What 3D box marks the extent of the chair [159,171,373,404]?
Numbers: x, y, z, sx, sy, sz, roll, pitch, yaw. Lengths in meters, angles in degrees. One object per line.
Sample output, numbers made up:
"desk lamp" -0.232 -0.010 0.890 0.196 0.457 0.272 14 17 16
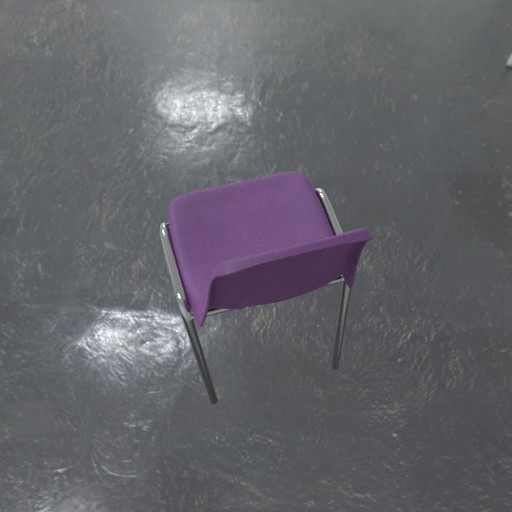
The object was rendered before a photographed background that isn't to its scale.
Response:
"chair" 0.000 0.000 0.973 0.381 0.704 0.432 -14 60 -8
